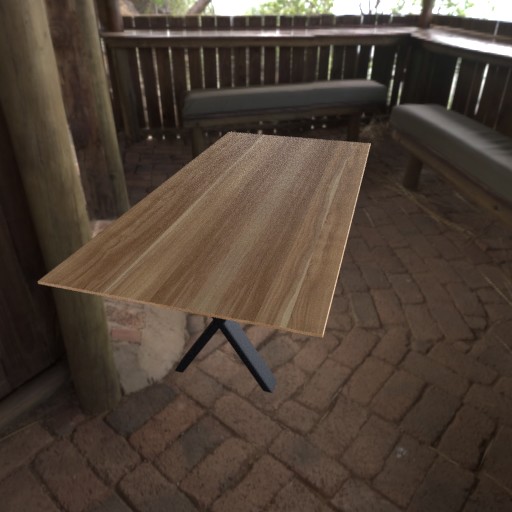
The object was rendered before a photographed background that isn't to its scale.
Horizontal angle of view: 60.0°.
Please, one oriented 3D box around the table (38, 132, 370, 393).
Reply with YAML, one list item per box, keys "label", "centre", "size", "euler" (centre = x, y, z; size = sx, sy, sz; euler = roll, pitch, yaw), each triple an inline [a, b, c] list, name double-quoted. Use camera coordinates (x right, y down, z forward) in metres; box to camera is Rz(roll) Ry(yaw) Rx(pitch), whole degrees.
- label: "table"
  centre: [0.000, 0.000, 2.445]
  size: [1.000, 0.770, 2.000]
  euler: [9, 32, 14]
